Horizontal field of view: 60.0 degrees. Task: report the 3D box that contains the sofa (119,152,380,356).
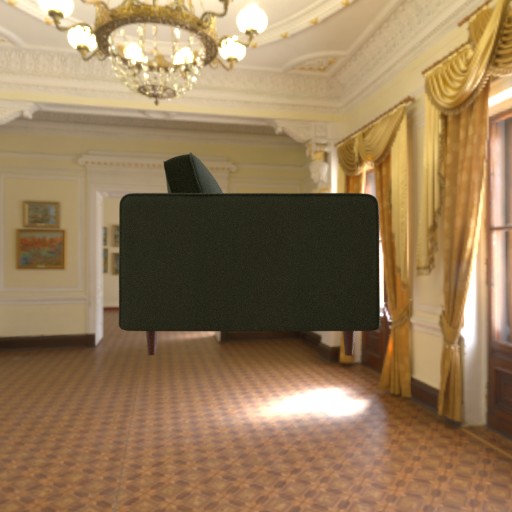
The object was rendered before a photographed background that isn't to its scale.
[{"bbox_3d":[0.000,0.000,2.604,0.918,0.769,2.199,0,-1,1],"label":"sofa"}]
